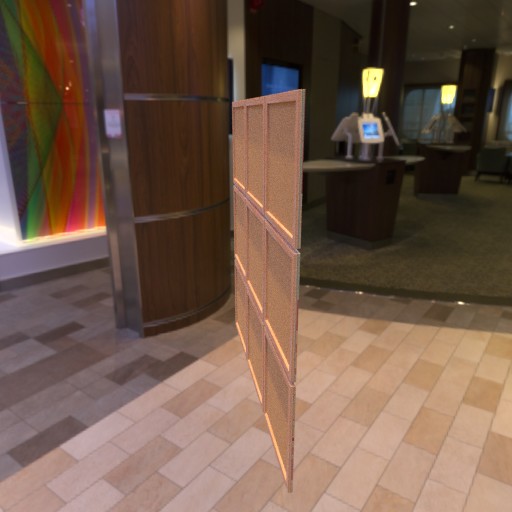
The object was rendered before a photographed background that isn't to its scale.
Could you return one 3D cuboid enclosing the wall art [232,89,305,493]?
[{"bbox_3d":[0.000,0.000,1.355,0.012,0.910,0.911,-3,18,-10],"label":"wall art"}]
